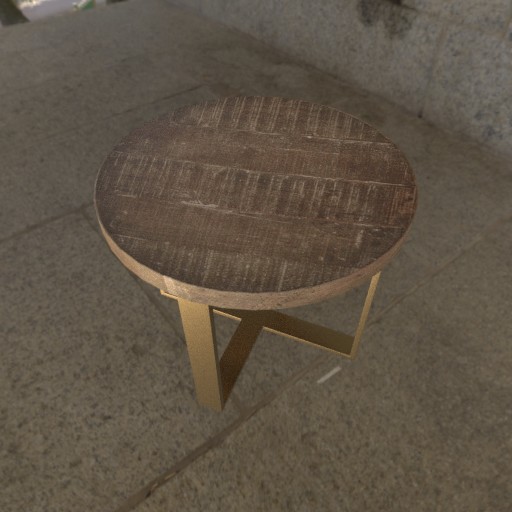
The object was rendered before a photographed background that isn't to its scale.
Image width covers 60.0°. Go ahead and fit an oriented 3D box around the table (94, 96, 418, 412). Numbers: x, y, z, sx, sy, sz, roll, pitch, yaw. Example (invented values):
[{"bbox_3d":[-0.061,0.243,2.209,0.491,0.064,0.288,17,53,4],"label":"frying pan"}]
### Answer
[{"bbox_3d":[0.000,0.000,0.942,0.557,0.437,0.557,0,46,0],"label":"table"}]
